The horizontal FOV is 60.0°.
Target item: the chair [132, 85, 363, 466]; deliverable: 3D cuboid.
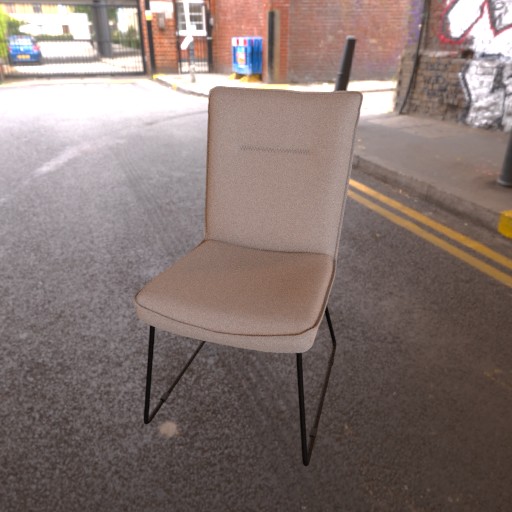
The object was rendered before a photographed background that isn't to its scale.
[{"bbox_3d":[0.000,0.000,1.378,0.515,0.930,0.688,8,27,16],"label":"chair"}]
